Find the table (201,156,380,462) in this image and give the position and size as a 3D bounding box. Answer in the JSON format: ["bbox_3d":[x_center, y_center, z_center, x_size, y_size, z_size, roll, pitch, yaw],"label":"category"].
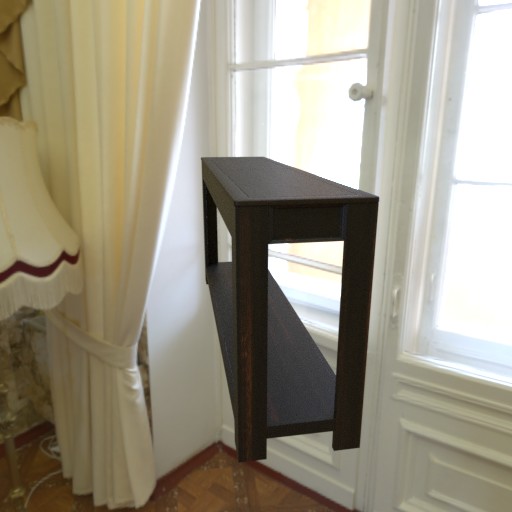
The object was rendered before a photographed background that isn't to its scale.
[{"bbox_3d":[0.000,0.000,1.976,0.384,0.762,1.631,-3,16,-9],"label":"table"}]
